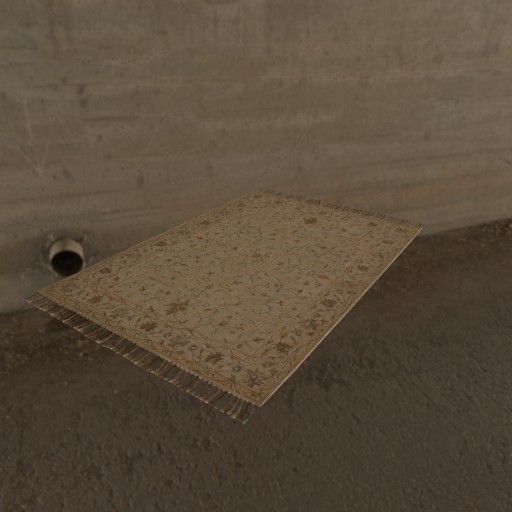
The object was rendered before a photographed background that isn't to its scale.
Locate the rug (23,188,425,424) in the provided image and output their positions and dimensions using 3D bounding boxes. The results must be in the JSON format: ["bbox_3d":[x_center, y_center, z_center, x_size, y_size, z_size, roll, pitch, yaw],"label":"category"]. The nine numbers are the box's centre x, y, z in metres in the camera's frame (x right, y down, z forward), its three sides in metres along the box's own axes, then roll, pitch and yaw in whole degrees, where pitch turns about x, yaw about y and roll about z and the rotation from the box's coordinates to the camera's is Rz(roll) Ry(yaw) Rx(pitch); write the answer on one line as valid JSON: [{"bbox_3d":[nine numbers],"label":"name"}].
[{"bbox_3d":[0.000,0.000,2.308,1.218,0.017,1.861,18,32,31],"label":"rug"}]
